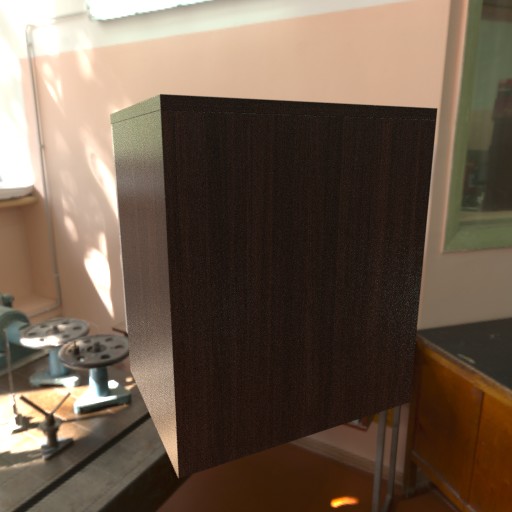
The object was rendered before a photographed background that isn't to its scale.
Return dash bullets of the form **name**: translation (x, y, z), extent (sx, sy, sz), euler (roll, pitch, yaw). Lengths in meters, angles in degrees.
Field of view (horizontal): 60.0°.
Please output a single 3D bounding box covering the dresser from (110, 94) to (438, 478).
- **dresser**: translation (0.000, 0.000, 0.759), extent (0.400, 0.470, 0.360), euler (-7, 15, -25)
